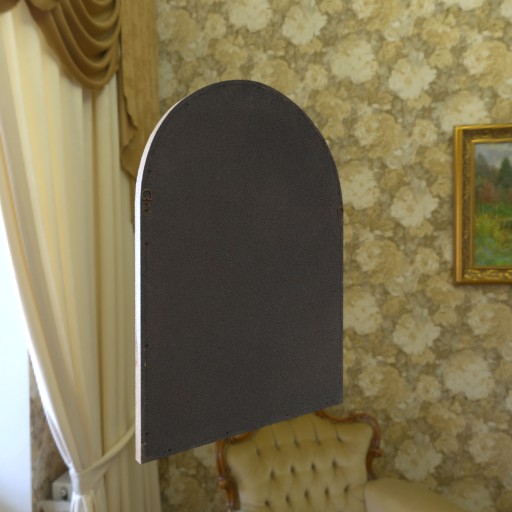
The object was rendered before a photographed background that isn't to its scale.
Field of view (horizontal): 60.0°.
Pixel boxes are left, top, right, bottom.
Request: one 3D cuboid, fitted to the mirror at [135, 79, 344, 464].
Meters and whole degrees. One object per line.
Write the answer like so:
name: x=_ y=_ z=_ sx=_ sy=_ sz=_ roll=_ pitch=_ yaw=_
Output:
mirror: x=0.000 y=0.000 z=1.187 sx=0.660 sy=0.920 sz=0.032 roll=0 pitch=1 yaw=-37
